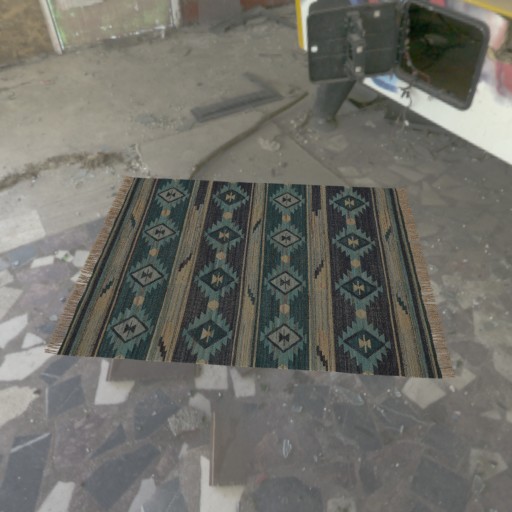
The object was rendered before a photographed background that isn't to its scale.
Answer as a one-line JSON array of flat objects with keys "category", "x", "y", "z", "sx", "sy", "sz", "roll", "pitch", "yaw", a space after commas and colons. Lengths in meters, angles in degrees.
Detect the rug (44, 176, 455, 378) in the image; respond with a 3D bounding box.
[{"category": "rug", "x": 0.000, "y": 0.000, "z": 4.342, "sx": 3.307, "sy": 0.047, "sz": 2.418, "roll": 3, "pitch": 46, "yaw": 3}]
